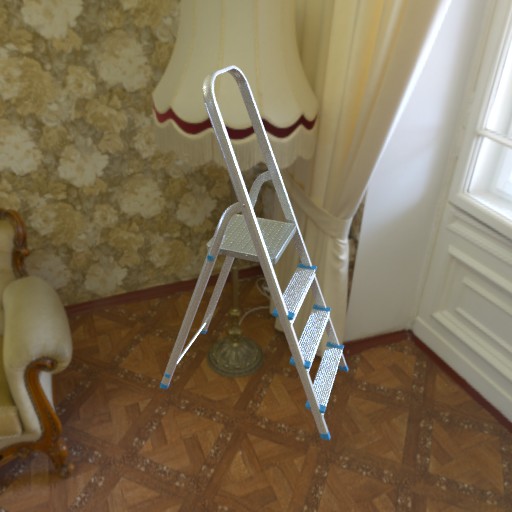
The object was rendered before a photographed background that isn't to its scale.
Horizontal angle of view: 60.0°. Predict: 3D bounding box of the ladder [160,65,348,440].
[{"bbox_3d":[0.000,0.000,1.831,0.842,1.434,0.445,11,34,17],"label":"ladder"}]
